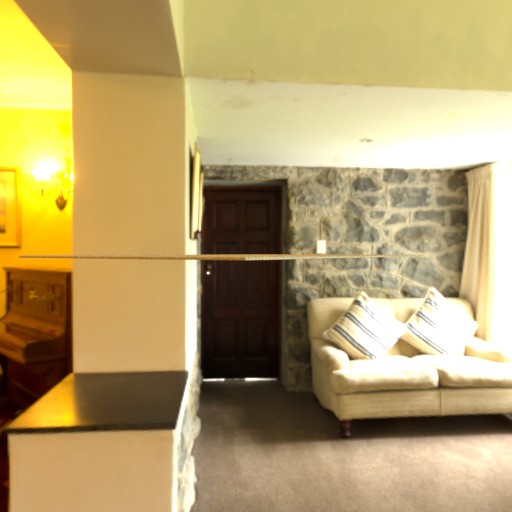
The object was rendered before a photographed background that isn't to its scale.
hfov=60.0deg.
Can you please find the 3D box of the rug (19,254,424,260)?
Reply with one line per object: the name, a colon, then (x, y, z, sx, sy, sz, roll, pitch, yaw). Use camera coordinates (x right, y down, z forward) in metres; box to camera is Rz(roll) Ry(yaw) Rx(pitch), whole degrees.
rug: (0.000, 0.000, 2.304, 1.219, 0.010, 1.829, 0, 0, 35)
